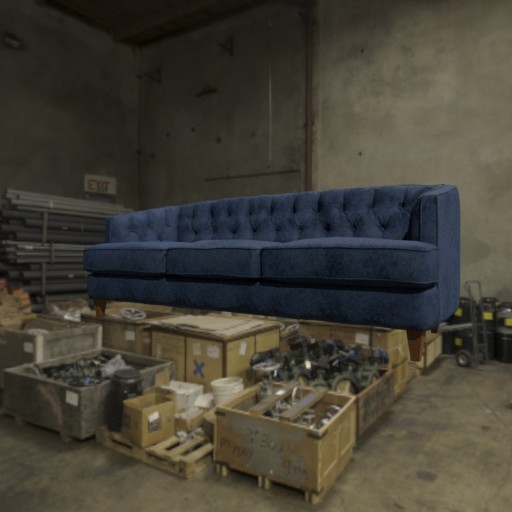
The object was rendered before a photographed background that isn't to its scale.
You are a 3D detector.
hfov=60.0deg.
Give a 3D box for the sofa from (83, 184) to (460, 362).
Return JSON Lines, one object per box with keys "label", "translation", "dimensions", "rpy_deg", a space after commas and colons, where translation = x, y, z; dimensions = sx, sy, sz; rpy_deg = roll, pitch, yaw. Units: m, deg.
{"label": "sofa", "translation": [0.000, 0.000, 2.731], "dimensions": [2.278, 0.855, 0.941], "rpy_deg": [0, 1, 34]}
